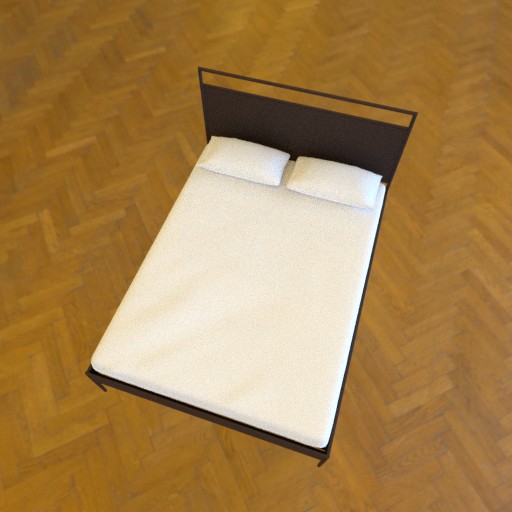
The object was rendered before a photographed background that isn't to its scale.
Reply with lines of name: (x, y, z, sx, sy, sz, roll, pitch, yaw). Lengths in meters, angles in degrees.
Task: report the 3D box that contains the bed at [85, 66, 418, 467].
bed: (0.000, 0.000, 3.033, 1.572, 1.173, 2.122, 16, 59, 10)
